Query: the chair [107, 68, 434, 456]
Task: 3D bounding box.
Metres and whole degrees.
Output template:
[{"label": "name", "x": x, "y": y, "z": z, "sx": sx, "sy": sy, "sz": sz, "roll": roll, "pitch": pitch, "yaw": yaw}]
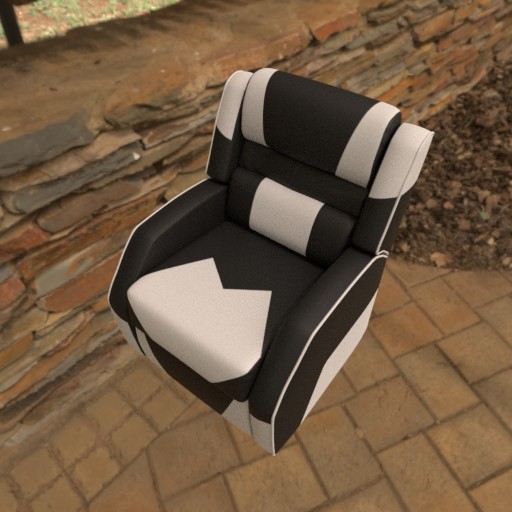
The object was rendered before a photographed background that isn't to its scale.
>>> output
[{"label": "chair", "x": 0.000, "y": 0.000, "z": 1.288, "sx": 0.620, "sy": 0.805, "sz": 0.672, "roll": 28, "pitch": 52, "yaw": 26}]
